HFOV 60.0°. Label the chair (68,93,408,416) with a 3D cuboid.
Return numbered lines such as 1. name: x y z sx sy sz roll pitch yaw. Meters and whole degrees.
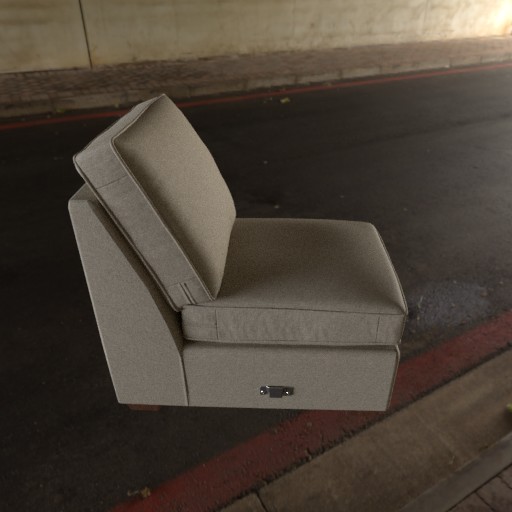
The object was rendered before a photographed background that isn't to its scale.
1. chair: 0.000 0.000 1.663 1.020 1.058 0.674 1 31 2
